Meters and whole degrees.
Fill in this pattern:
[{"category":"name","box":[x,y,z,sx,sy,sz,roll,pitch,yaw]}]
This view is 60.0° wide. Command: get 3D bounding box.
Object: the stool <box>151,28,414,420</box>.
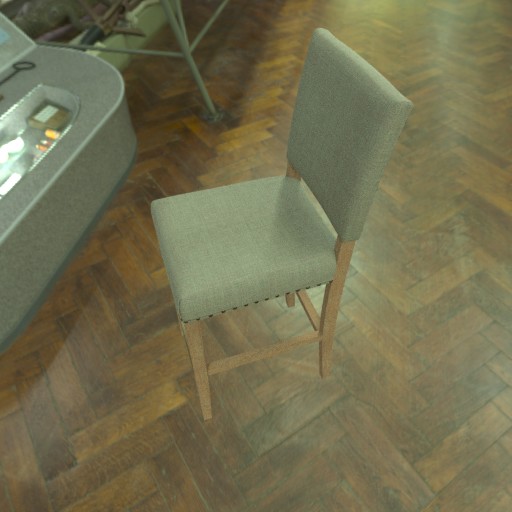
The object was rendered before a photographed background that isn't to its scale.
[{"category":"stool","box":[0.000,0.000,1.445,0.585,1.203,0.445,-14,48,-13]}]
